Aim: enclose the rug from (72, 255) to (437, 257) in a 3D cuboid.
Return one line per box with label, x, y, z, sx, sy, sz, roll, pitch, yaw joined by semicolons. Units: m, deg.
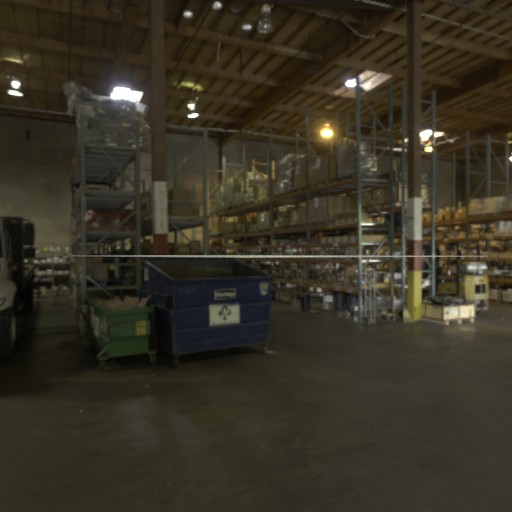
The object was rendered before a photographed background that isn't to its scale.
rug;0.000;0.000;4.060;2.453;0.004;3.037;0;0;-37
